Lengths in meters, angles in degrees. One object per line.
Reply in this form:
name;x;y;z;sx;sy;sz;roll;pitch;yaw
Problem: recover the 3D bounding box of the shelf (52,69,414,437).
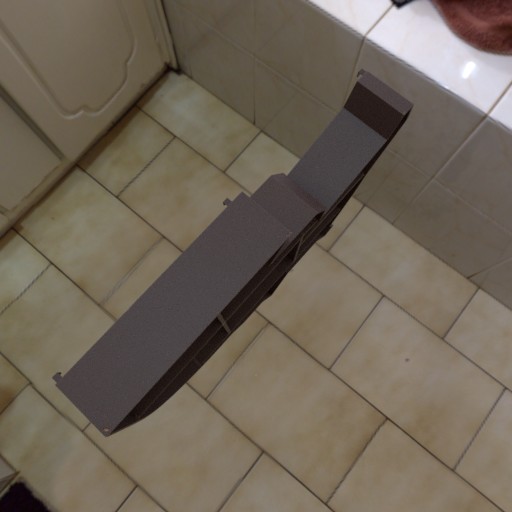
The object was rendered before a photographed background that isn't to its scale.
shelf;0.000;0.000;0.882;0.112;0.439;0.729;41;79;10
